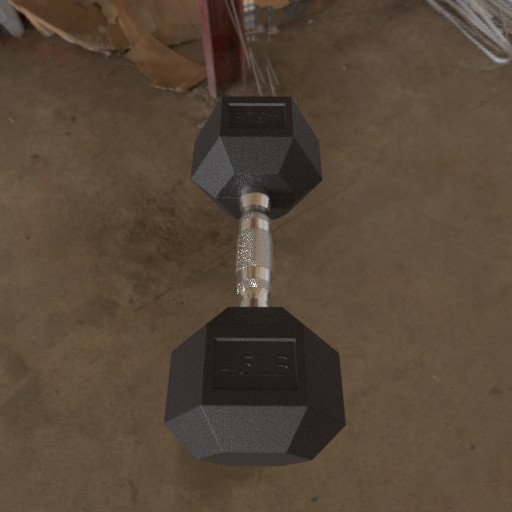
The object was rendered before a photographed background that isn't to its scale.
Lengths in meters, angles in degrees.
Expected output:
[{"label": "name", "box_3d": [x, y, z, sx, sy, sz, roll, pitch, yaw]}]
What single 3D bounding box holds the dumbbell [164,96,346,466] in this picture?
[{"label": "dumbbell", "box_3d": [0.000, 0.000, 0.423, 0.141, 0.123, 0.356, 0, 58, 0]}]
